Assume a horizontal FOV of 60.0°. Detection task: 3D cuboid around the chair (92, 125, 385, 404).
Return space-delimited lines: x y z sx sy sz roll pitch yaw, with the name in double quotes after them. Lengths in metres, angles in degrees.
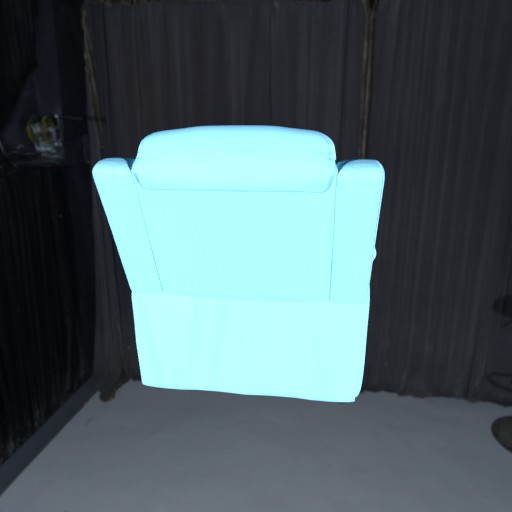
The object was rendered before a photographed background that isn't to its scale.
0.000 0.000 1.268 0.680 0.702 0.709 2 15 8 "chair"
